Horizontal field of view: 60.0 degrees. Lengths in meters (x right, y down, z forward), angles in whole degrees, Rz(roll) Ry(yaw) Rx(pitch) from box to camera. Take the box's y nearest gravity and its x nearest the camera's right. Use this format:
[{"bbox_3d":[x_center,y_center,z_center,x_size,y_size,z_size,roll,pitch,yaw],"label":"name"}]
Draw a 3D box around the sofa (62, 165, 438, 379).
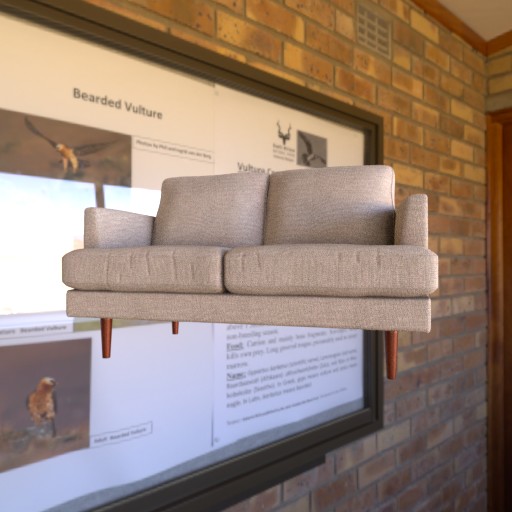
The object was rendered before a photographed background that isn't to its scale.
[{"bbox_3d":[0.000,0.000,2.172,1.582,0.944,0.903,0,-1,17],"label":"sofa"}]
